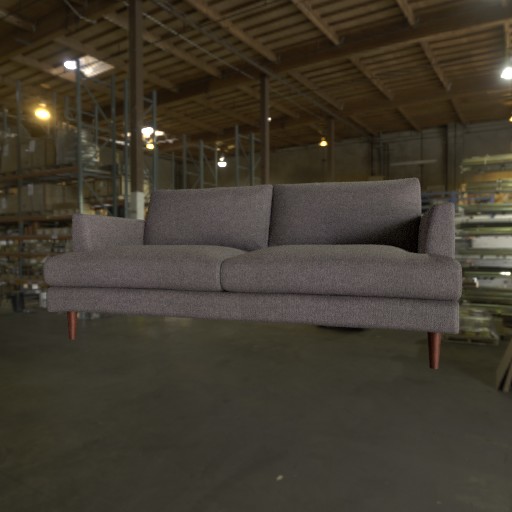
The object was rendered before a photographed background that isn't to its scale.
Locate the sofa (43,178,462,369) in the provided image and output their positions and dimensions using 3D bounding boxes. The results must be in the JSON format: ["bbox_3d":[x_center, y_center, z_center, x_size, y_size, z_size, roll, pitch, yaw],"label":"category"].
[{"bbox_3d":[0.000,0.000,2.413,1.948,0.868,1.020,0,1,19],"label":"sofa"}]
